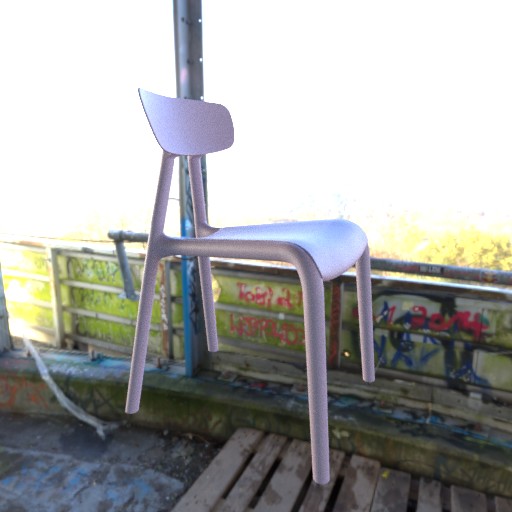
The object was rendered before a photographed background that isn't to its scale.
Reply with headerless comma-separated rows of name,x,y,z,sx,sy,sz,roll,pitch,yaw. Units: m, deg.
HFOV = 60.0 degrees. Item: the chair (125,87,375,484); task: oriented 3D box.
chair,0.000,0.000,0.822,0.401,0.580,0.356,6,14,25
